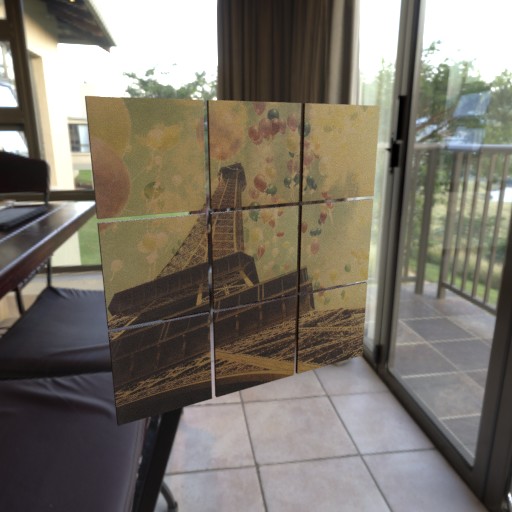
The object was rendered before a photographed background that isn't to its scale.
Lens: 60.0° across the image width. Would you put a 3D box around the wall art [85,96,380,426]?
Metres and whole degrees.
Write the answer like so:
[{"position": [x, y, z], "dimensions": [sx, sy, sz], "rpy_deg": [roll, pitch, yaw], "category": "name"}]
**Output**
[{"position": [0.000, 0.000, 1.892], "dimensions": [1.256, 1.246, 0.017], "rpy_deg": [-8, 18, -27], "category": "wall art"}]
